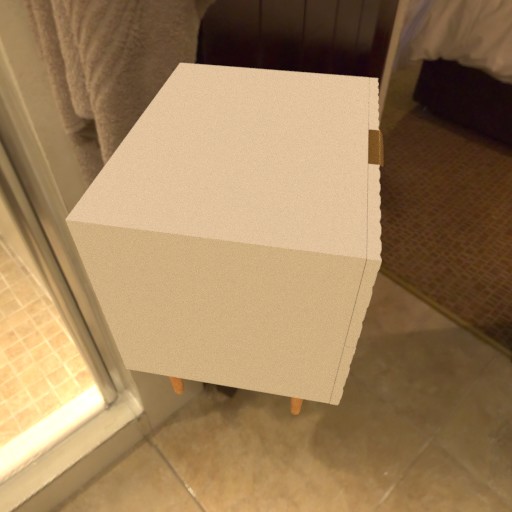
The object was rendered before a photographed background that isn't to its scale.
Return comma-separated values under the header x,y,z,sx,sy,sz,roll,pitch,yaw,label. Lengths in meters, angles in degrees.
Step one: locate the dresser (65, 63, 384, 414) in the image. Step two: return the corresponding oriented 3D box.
x,y,z,sx,sy,sz,roll,pitch,yaw,label
0.000,0.000,0.927,0.414,0.568,0.503,8,46,7,dresser
